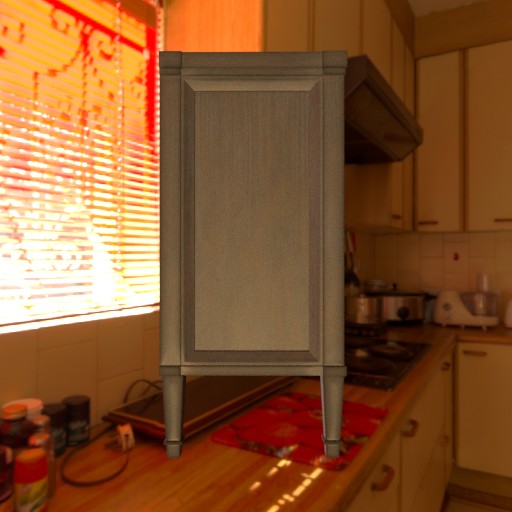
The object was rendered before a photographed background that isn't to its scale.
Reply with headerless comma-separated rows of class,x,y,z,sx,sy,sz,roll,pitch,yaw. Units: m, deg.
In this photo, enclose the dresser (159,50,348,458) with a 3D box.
dresser,0.000,0.000,1.588,0.463,0.986,1.049,0,0,0
